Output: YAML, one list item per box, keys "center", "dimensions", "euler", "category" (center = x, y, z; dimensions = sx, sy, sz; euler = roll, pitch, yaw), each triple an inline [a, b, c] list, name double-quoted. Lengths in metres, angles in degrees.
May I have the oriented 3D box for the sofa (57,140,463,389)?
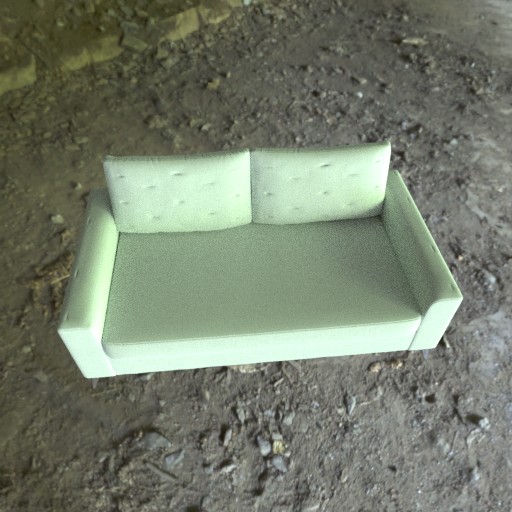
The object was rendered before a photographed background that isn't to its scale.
- center: [0.000, 0.000, 2.134]
  dimensions: [1.650, 0.790, 0.920]
  euler: [-4, 47, -4]
  category: "sofa"
